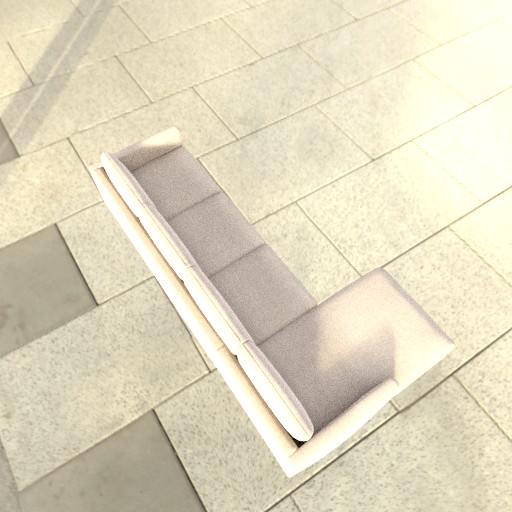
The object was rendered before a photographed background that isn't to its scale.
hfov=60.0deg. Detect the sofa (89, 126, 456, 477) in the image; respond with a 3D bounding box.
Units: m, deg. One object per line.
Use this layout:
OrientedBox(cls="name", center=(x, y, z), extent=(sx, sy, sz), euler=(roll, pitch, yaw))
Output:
OrientedBox(cls="sofa", center=(0.000, 0.000, 3.567), extent=(1.469, 0.816, 2.923), euler=(-31, 64, -17))
